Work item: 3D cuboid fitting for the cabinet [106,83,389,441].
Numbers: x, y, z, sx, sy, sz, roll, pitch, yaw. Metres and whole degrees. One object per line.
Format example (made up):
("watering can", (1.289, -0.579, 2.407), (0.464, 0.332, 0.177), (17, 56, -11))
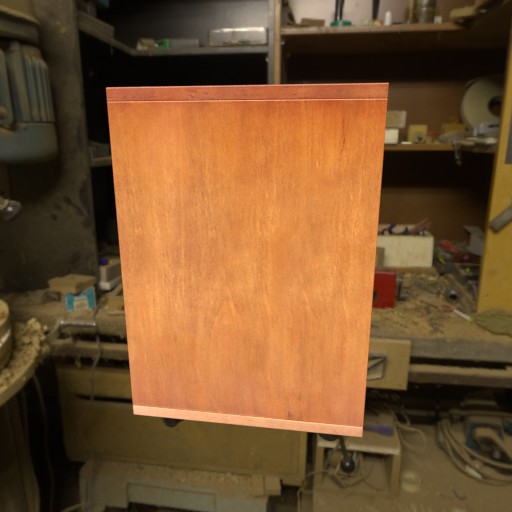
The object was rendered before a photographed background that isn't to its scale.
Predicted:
("cabinet", (0.000, 0.000, 0.857), (0.401, 0.579, 0.409), (2, 16, 9))
